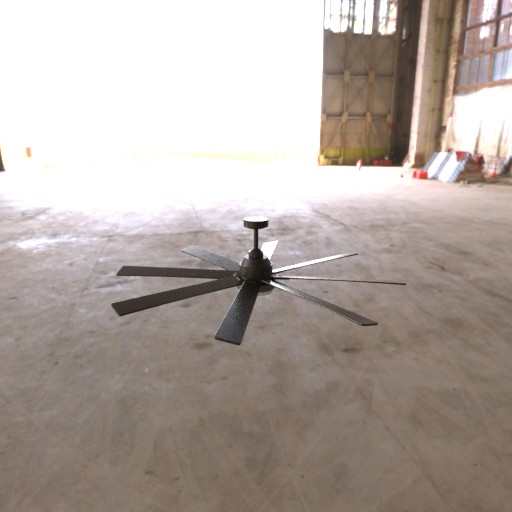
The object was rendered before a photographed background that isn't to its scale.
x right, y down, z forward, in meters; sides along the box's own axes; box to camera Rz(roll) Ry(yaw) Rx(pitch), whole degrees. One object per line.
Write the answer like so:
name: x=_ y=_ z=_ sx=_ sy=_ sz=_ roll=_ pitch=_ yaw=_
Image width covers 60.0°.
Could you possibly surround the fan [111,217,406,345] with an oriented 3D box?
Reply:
fan: x=0.000 y=0.000 z=2.785 sx=1.830 sy=0.472 sz=1.830 roll=2 pitch=16 yaw=8
